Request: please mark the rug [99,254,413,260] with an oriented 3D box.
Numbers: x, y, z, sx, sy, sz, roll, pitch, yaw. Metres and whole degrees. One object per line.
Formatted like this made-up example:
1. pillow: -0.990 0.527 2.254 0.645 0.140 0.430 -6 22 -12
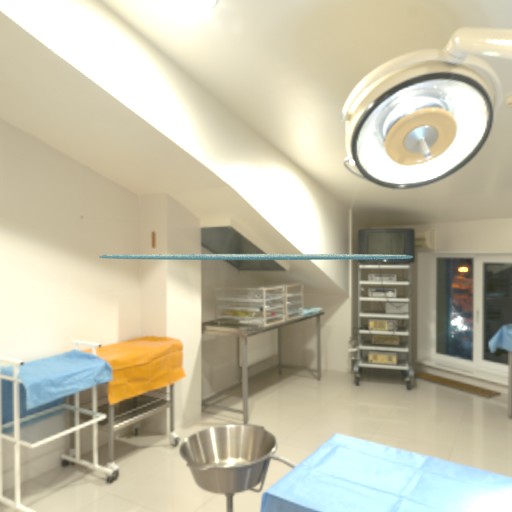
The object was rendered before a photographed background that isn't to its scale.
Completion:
1. rug: 0.000 0.000 2.386 1.593 0.012 1.593 0 1 0
